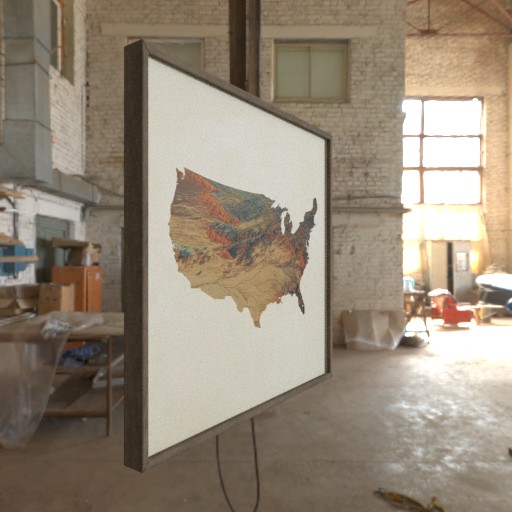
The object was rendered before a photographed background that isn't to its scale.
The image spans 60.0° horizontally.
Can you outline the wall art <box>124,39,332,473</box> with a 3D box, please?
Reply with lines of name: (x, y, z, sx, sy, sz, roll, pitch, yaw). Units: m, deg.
wall art: (0.000, 0.000, 1.084, 0.050, 0.751, 0.749, 0, 0, 35)
